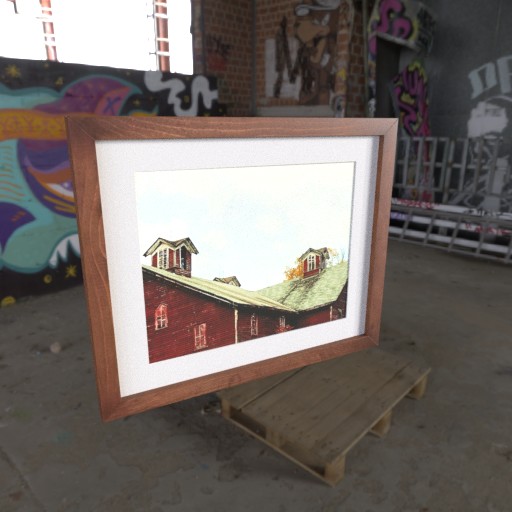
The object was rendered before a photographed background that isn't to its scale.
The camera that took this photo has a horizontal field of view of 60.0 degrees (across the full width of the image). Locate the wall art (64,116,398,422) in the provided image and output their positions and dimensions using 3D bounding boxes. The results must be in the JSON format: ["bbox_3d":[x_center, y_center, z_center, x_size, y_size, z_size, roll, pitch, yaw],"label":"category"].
[{"bbox_3d":[0.000,0.000,0.550,0.401,0.328,0.030,-8,19,-26],"label":"wall art"}]
